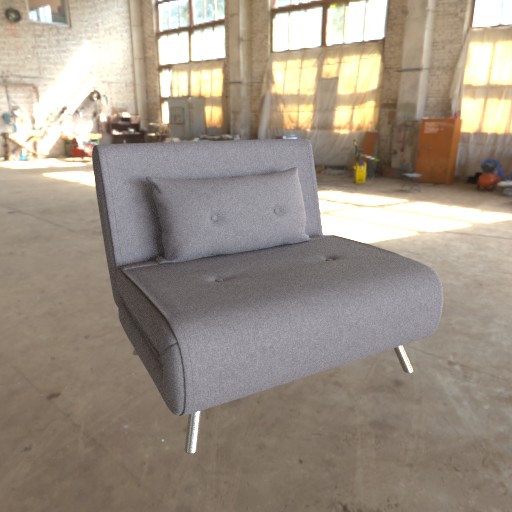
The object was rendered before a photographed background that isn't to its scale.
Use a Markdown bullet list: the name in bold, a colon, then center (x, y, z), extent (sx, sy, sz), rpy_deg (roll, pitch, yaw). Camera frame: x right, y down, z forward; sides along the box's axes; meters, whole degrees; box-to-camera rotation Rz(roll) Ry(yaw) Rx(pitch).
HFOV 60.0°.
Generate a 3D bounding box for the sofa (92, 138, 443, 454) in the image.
- **sofa**: center (0.000, 0.000, 1.720), extent (1.020, 0.825, 1.000), rpy_deg (-9, 20, -27)
